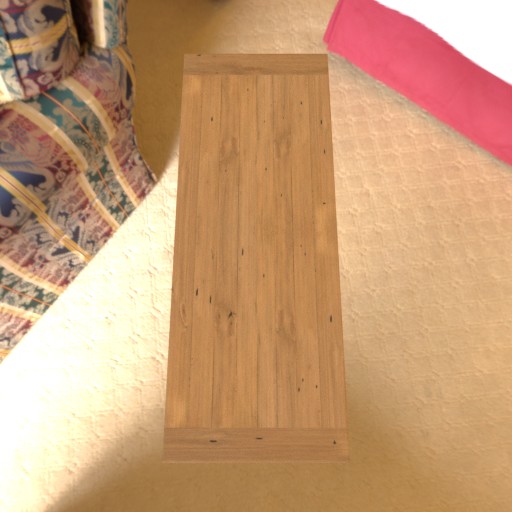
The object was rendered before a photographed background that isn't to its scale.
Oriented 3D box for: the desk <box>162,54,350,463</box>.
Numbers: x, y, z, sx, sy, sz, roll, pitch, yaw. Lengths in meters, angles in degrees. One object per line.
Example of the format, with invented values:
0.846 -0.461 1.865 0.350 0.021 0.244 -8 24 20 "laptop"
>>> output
0.000 0.000 2.245 0.688 0.762 1.803 0 74 0 "desk"
